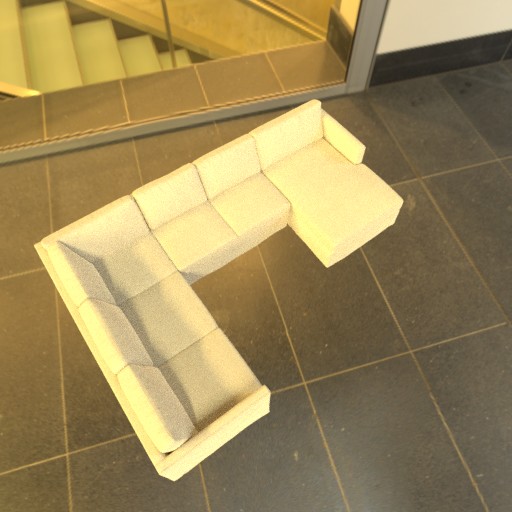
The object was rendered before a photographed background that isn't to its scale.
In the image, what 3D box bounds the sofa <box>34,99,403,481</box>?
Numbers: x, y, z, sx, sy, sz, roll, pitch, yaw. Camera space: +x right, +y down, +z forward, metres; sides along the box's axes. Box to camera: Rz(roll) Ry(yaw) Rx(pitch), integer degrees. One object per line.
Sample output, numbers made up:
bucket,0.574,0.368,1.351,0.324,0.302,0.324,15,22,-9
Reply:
sofa,0.000,0.000,4.415,3.460,0.882,2.427,-32,64,-17
